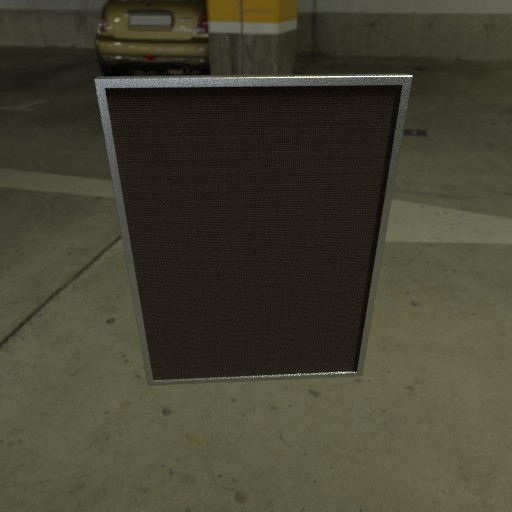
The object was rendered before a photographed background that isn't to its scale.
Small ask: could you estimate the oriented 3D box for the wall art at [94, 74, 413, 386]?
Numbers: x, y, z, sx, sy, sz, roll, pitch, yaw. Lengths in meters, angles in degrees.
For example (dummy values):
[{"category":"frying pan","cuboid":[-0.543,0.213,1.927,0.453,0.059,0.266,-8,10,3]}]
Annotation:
[{"category":"wall art","cuboid":[0.000,0.000,1.397,0.801,1.062,0.037,-2,31,-3]}]
